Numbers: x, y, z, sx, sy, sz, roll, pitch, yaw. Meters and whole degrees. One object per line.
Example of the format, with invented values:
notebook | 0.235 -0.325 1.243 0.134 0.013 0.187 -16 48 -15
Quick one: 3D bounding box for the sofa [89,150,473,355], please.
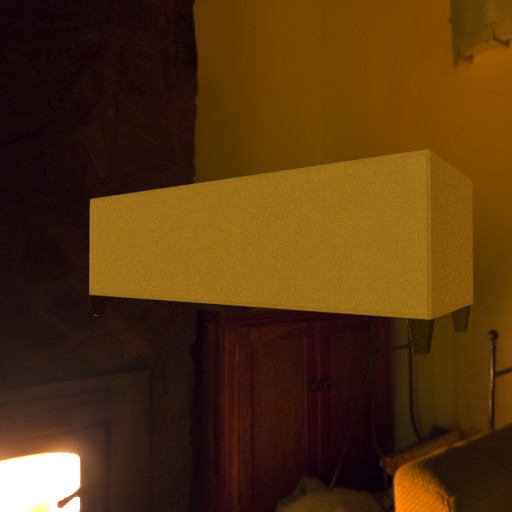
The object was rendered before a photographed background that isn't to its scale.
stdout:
sofa | 0.000 0.000 2.564 2.159 0.762 0.775 -1 -1 37
